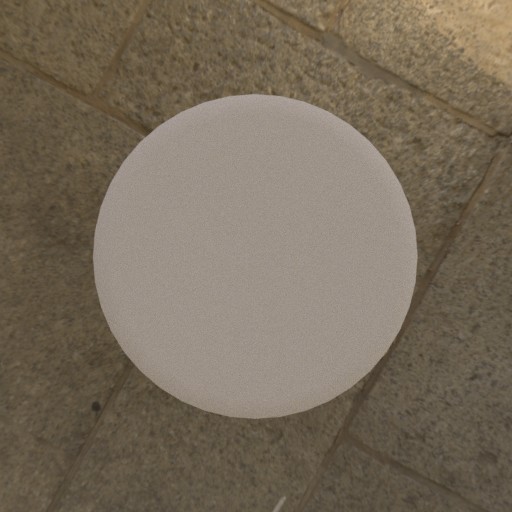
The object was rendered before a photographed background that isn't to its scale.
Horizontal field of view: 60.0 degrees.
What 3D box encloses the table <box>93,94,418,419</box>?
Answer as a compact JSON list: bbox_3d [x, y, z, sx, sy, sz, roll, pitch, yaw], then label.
[{"bbox_3d":[0.000,0.000,1.026,0.513,0.653,0.513,0,90,0],"label":"table"}]
